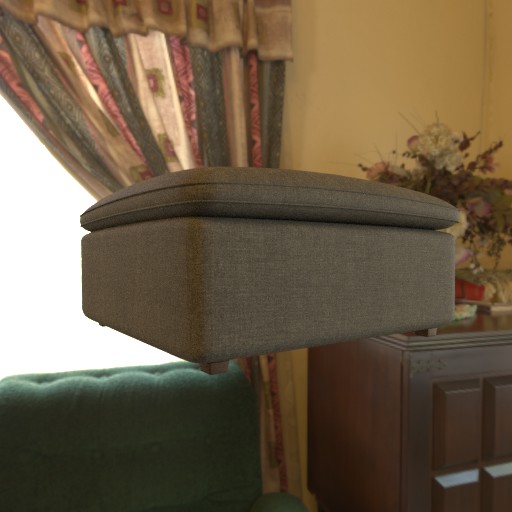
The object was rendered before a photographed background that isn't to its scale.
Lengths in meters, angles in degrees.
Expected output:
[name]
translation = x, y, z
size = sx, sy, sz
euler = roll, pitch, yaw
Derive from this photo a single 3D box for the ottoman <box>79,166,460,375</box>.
[ottoman]
translation = 0.000, 0.000, 1.684
size = 1.067, 0.559, 1.067
euler = 0, 0, -35
